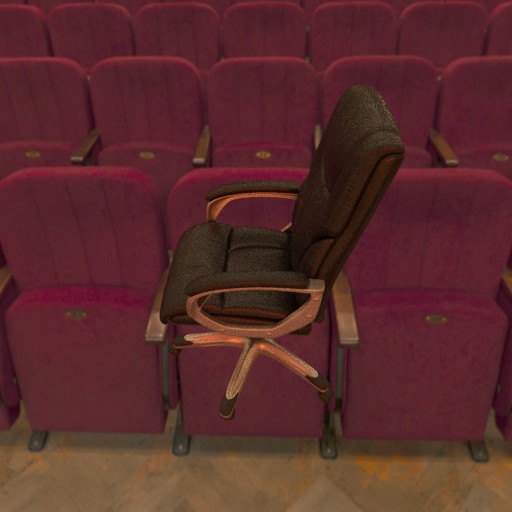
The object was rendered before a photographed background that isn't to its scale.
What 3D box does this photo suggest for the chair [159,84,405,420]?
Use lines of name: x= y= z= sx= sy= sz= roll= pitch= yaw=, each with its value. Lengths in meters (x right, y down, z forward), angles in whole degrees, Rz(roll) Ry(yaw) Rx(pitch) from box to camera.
chair: x=0.000 y=0.000 z=1.637 sx=0.780 sy=1.145 sz=0.700 roll=1 pitch=39 yaw=1
